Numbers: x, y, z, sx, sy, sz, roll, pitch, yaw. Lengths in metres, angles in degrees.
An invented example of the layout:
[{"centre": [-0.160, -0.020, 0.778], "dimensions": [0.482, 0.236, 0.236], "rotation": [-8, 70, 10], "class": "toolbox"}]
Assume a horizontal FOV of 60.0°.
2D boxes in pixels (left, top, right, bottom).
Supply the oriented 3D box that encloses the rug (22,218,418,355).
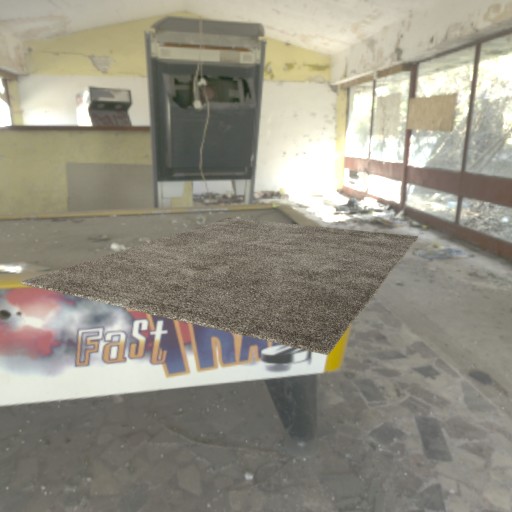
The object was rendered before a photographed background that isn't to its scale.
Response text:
[{"centre": [0.000, 0.000, 4.059], "dimensions": [2.401, 0.025, 3.000], "rotation": [8, 17, 27], "class": "rug"}]
